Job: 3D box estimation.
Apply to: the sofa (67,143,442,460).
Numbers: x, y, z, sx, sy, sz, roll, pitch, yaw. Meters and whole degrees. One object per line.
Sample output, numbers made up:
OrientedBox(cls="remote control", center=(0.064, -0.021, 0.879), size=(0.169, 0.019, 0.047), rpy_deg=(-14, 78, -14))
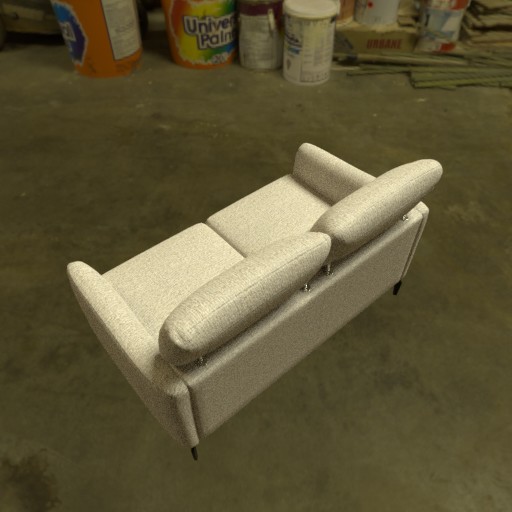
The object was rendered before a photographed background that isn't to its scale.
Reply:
OrientedBox(cls="sofa", center=(0.000, 0.000, 2.110), size=(1.540, 0.950, 0.905), rpy_deg=(-32, 55, -26))
